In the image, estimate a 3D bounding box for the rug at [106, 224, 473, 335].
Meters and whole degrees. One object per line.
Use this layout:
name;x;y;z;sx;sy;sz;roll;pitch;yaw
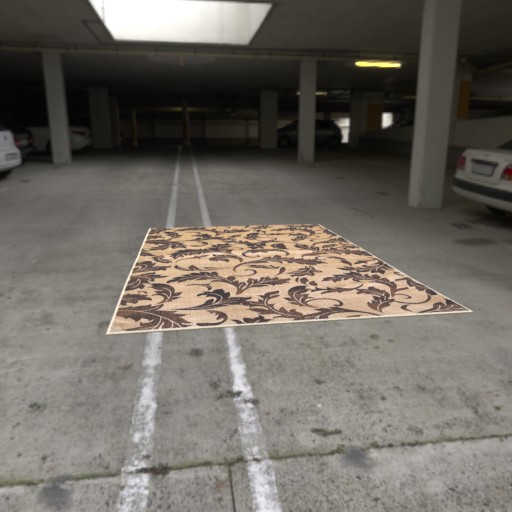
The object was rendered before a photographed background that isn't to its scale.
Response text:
rug;0.000;0.000;2.869;1.522;0.008;2.284;-2;14;-9
